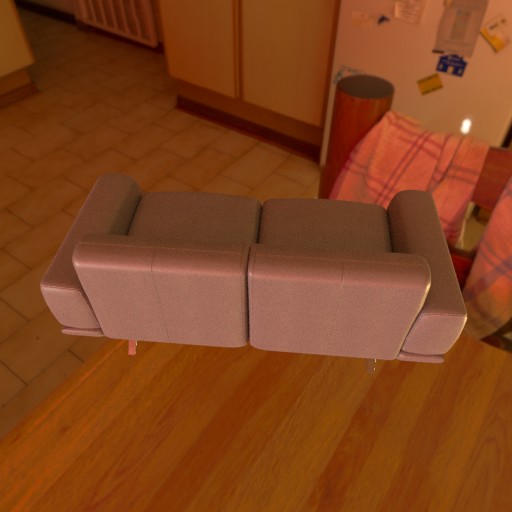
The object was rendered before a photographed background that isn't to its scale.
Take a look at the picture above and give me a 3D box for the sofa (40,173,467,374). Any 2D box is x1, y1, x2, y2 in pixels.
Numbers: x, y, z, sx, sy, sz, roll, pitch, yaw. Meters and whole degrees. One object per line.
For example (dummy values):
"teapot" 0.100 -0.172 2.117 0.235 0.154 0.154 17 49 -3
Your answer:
"sofa" 0.000 0.000 2.334 1.901 0.772 0.900 4 47 4
